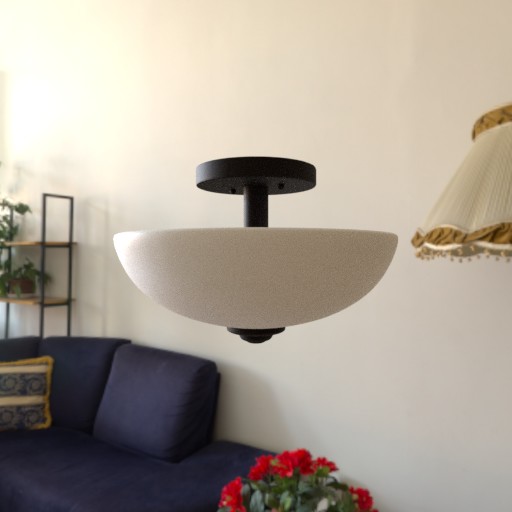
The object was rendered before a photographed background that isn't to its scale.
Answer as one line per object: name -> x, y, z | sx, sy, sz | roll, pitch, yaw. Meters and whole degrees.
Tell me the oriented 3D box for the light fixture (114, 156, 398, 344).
light fixture -> 0.000, 0.000, 0.542 | 0.331, 0.212, 0.331 | 0, 0, 0
